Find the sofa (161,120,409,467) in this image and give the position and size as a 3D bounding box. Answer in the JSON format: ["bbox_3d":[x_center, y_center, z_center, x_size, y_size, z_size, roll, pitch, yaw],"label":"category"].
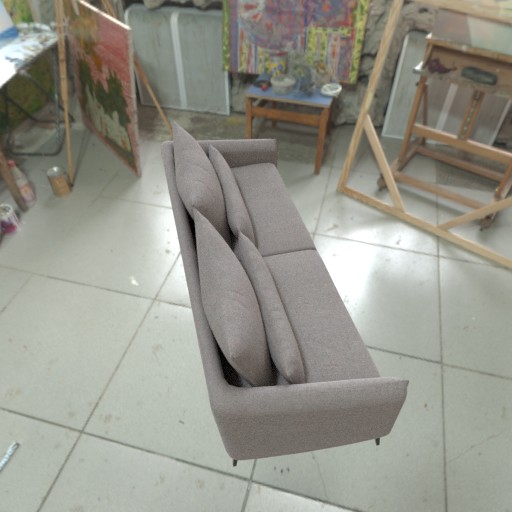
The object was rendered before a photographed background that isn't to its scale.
[{"bbox_3d":[0.000,0.000,2.457,0.809,0.833,2.022,-10,47,-10],"label":"sofa"}]
